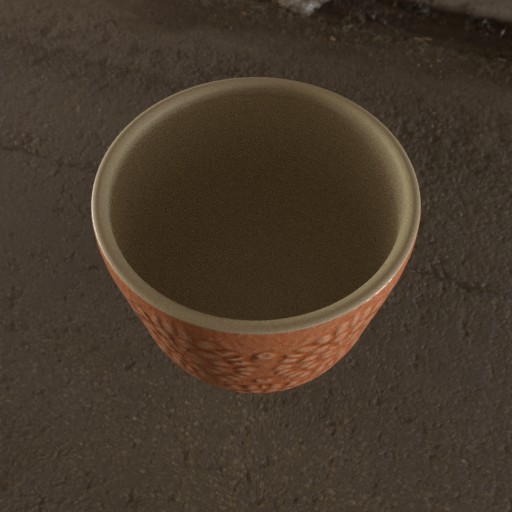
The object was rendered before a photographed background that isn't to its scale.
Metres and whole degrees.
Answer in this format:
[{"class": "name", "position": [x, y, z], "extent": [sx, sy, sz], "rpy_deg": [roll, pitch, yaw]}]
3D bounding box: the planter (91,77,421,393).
[{"class": "planter", "position": [0.000, 0.000, 0.213], "extent": [0.124, 0.109, 0.124], "rpy_deg": [0, 59, 0]}]
